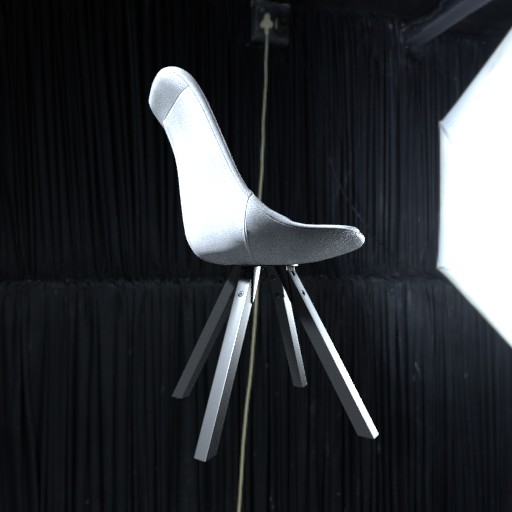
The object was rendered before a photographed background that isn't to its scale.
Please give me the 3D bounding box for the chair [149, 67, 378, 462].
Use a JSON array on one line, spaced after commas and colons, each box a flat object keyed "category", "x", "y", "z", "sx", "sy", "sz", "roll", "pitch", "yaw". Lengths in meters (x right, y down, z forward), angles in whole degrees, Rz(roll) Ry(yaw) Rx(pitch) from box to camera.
[{"category": "chair", "x": 0.000, "y": 0.000, "z": 1.180, "sx": 0.550, "sy": 0.850, "sz": 0.485, "roll": 0, "pitch": 0, "yaw": -18}]
